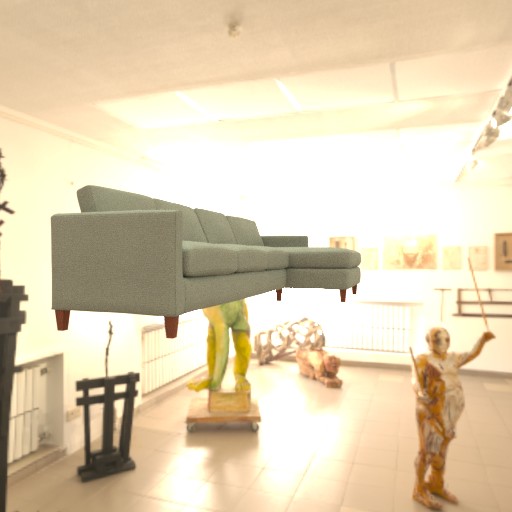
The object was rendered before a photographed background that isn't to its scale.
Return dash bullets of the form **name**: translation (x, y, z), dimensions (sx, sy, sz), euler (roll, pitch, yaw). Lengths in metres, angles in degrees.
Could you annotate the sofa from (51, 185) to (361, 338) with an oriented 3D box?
- **sofa**: translation (0.000, 0.000, 4.162), dimensions (1.604, 0.950, 3.471), euler (0, 0, 19)
